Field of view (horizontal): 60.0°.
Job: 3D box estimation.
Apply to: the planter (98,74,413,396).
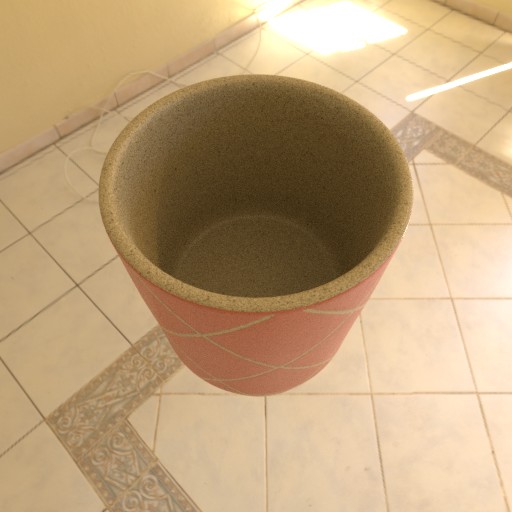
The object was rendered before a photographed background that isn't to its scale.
[{"bbox_3d":[0.000,0.000,0.422,0.227,0.235,0.227,0,58,0],"label":"planter"}]
